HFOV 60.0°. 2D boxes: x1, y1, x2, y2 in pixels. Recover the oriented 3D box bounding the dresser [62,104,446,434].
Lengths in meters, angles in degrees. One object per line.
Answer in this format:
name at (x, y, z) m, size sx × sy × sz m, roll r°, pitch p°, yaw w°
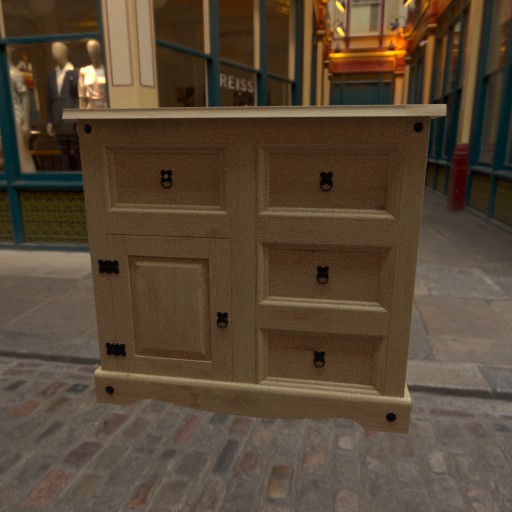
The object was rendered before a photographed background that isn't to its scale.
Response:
dresser at (0.000, 0.000, 1.350) m, size 0.915 × 0.835 × 0.440 m, roll 2°, pitch 15°, yaw 9°
